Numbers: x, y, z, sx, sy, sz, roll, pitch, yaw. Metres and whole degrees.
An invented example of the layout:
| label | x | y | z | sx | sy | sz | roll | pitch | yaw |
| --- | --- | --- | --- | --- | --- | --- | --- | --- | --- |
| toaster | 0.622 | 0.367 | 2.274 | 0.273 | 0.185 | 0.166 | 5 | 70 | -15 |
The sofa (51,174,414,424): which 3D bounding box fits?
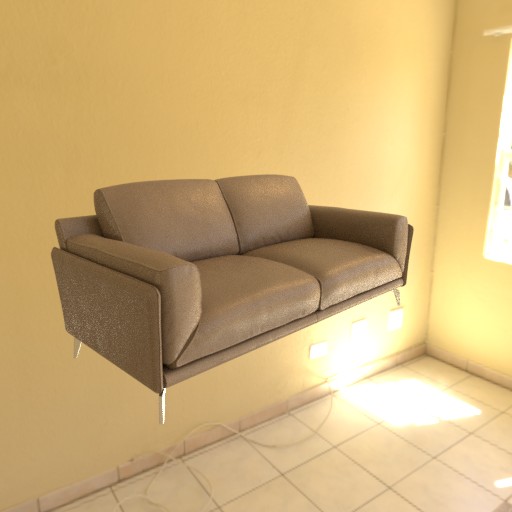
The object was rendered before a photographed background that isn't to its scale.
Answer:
| label | x | y | z | sx | sy | sz | roll | pitch | yaw |
| --- | --- | --- | --- | --- | --- | --- | --- | --- | --- |
| sofa | 0.000 | 0.000 | 2.741 | 2.101 | 0.930 | 1.049 | -13 | 19 | -43 |
